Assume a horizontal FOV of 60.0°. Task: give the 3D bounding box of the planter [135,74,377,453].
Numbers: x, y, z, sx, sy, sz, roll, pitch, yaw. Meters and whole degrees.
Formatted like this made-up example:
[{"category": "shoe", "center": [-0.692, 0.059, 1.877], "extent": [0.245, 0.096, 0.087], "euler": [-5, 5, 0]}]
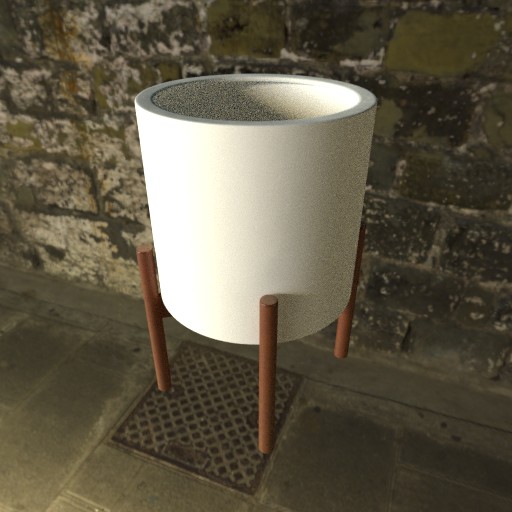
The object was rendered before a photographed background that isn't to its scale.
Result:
[{"category": "planter", "center": [0.000, 0.000, 0.956], "extent": [0.417, 0.670, 0.417], "euler": [20, 37, 30]}]
